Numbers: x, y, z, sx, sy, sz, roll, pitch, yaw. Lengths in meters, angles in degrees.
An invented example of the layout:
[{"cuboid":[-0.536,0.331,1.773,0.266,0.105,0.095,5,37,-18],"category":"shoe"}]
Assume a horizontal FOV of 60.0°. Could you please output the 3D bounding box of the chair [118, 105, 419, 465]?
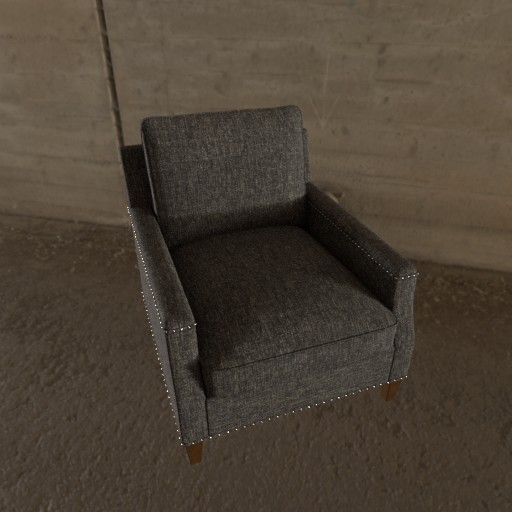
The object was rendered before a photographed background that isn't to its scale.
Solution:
[{"cuboid":[0.000,0.000,1.717,0.853,0.943,1.014,-11,33,-17],"category":"chair"}]
